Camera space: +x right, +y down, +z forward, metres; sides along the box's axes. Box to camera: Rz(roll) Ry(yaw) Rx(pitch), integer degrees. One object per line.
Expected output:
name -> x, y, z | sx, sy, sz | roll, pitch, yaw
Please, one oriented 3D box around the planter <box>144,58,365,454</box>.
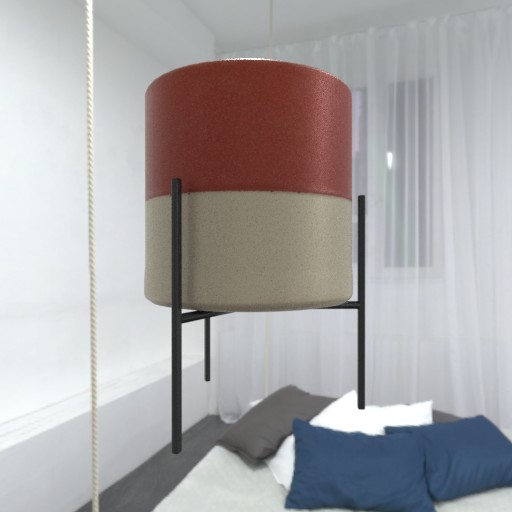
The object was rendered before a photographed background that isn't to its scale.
planter -> 0.000, 0.000, 0.511 | 0.251, 0.354, 0.235 | 0, 0, 0
